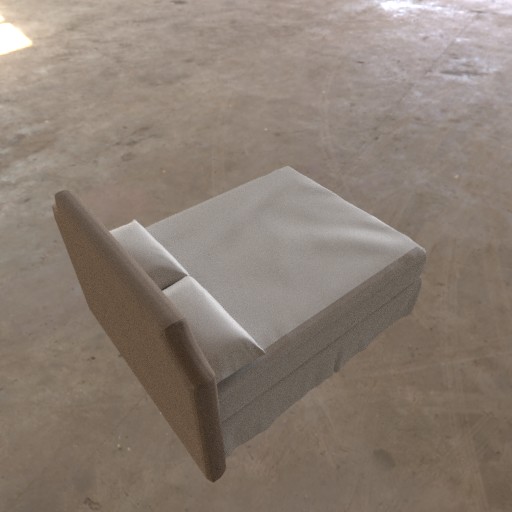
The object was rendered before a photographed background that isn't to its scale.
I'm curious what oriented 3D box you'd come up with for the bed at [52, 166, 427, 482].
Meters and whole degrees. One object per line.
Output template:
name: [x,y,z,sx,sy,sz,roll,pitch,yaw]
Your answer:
bed: [0.000,0.000,3.290,2.164,1.303,1.828,-28,50,-28]
